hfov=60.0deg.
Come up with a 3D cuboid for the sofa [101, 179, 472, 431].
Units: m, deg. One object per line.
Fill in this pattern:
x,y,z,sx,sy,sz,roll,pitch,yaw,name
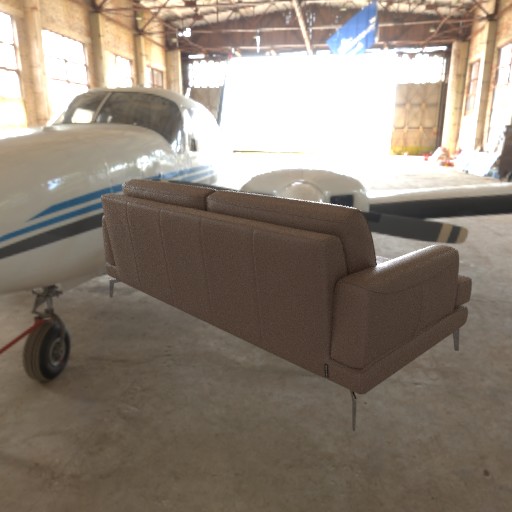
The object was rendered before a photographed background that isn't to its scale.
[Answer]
0.000,0.000,2.403,0.974,0.765,1.940,-14,20,-42,sofa
